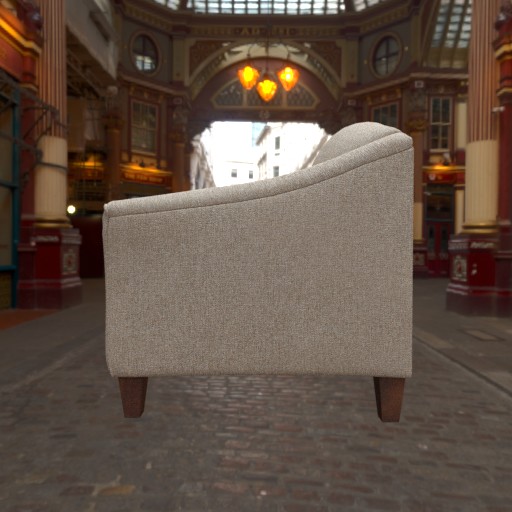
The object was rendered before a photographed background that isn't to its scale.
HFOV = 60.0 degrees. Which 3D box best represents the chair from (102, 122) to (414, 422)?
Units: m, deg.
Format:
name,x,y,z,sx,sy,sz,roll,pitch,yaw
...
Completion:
name,x,y,z,sx,sy,sz,roll,pitch,yaw
chair,0.000,0.000,1.463,0.787,0.839,0.763,0,1,0
